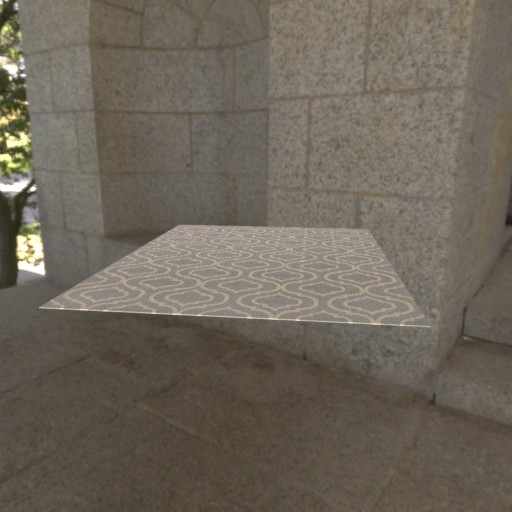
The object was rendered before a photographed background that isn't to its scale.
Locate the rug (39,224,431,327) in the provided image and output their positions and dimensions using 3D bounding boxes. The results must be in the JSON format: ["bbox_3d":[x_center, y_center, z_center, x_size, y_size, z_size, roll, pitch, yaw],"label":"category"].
[{"bbox_3d":[0.000,0.000,3.938,2.283,0.006,2.892,2,14,7],"label":"rug"}]
